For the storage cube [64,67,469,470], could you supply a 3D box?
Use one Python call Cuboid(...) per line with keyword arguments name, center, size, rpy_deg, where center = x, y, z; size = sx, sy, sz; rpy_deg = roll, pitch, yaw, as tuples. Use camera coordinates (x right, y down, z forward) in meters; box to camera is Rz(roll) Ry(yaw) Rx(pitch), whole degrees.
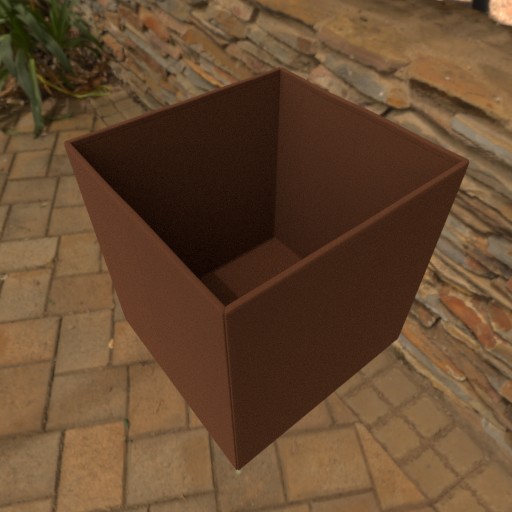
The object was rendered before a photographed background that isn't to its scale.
Cuboid(name="storage cube", center=(0.000, 0.000, 0.498), size=(0.270, 0.280, 0.270), rpy_deg=(-30, 53, -26))
